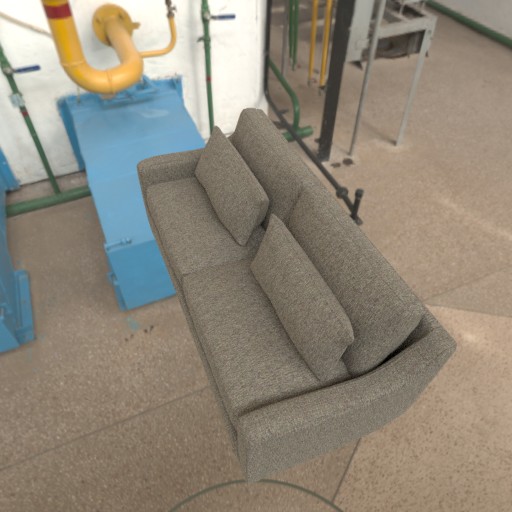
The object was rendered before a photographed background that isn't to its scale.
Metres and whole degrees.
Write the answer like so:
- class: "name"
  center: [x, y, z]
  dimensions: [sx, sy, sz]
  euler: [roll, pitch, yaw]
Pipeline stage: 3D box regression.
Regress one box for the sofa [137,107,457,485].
- class: "sofa"
  center: [0.000, 0.000, 2.955]
  dimensions: [1.103, 0.998, 2.418]
  euler: [-17, 50, -15]
